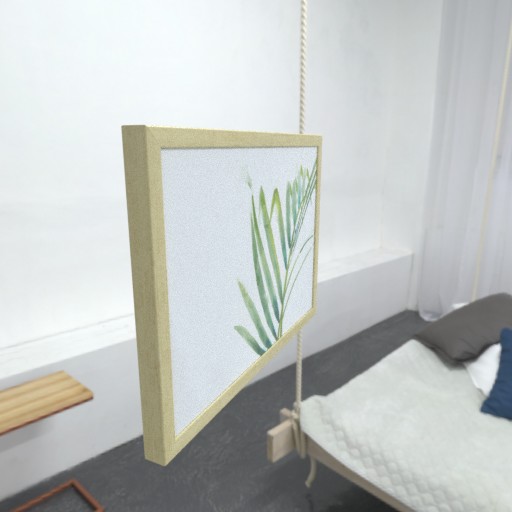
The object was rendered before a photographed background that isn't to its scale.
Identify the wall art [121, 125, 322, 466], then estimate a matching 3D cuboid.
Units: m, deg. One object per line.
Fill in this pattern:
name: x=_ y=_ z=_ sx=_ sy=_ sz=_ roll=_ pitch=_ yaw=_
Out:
wall art: x=0.000 y=0.000 z=0.706 sx=0.032 sy=0.381 sz=0.533 roll=7 pitch=16 yaw=26
